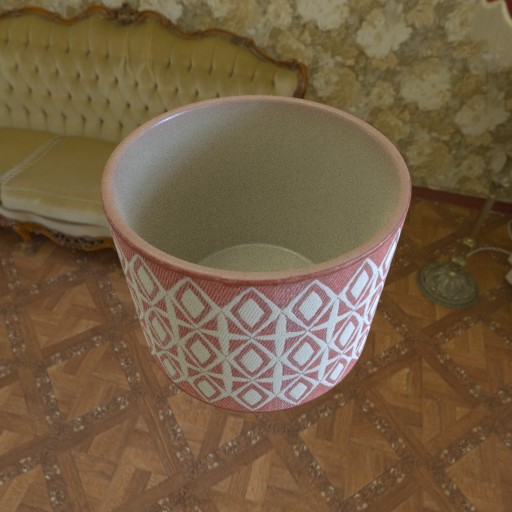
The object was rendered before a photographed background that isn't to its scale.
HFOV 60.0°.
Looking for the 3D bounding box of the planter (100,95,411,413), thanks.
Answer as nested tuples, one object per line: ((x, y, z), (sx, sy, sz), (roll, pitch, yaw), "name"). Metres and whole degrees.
((0.000, 0.000, 0.484), (0.273, 0.237, 0.273), (0, 46, 0), "planter")
